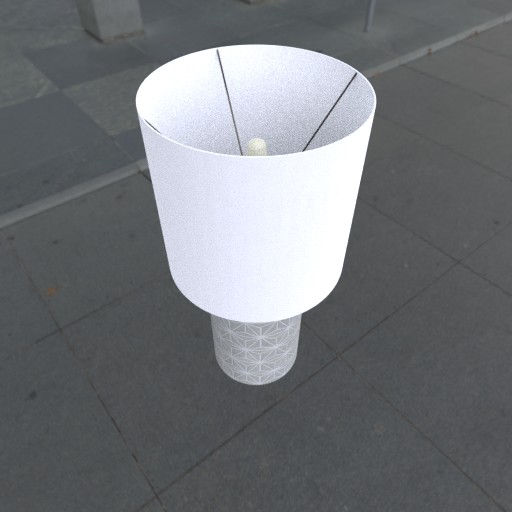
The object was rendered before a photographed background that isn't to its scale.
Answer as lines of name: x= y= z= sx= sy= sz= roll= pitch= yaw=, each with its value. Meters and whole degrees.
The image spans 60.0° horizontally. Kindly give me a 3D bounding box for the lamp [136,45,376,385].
lamp: x=0.000 y=0.000 z=0.536 sx=0.206 sy=0.416 sz=0.206 roll=-17 pitch=48 yaw=-16
